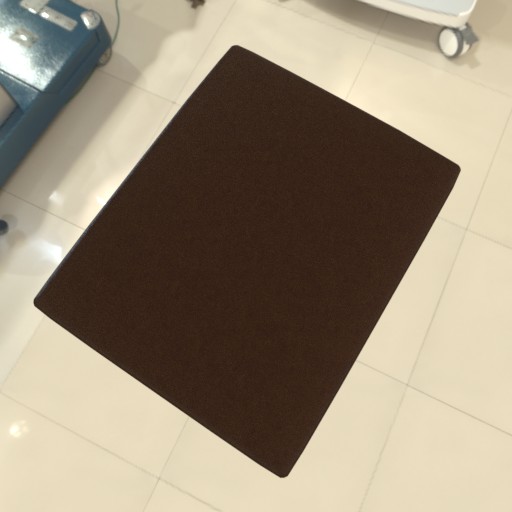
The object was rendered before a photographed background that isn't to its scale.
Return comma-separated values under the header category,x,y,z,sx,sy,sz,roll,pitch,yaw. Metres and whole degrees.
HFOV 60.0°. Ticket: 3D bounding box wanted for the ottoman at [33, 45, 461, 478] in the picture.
category,x,y,z,sx,sy,sz,roll,pitch,yaw
ottoman,0.000,0.000,1.755,0.967,0.730,1.187,32,77,8
